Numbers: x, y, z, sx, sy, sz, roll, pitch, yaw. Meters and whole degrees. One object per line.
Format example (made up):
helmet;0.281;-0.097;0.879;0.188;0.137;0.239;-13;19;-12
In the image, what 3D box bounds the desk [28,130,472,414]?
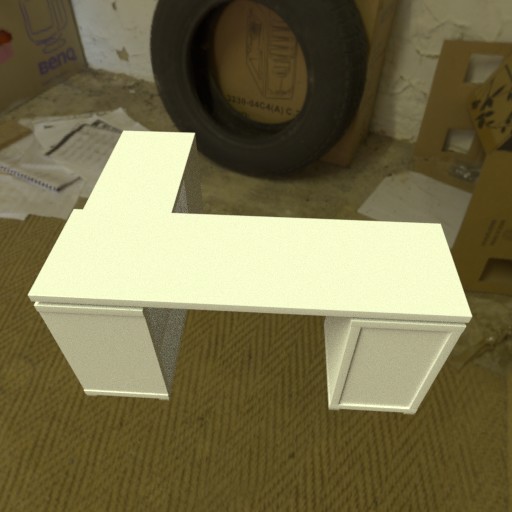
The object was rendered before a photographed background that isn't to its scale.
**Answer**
desk;0.000;0.000;2.200;1.524;0.753;1.200;3;46;2
